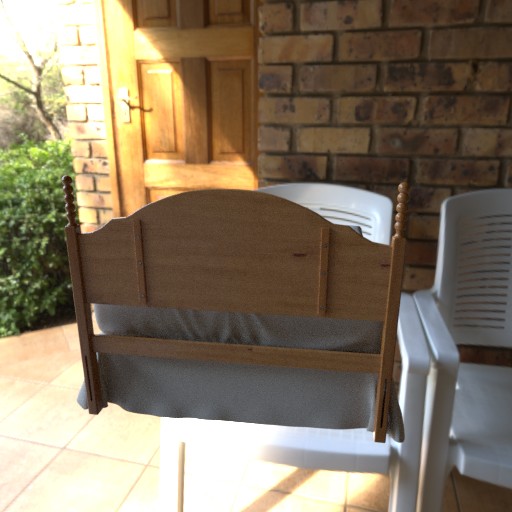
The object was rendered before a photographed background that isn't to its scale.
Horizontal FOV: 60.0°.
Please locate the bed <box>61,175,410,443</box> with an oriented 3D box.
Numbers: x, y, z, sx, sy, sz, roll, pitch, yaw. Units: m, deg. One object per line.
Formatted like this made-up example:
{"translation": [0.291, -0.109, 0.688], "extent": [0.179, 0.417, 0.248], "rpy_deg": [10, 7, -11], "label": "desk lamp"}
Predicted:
{"translation": [0.000, 0.000, 3.186], "extent": [1.873, 1.356, 2.040], "rpy_deg": [2, 17, 8], "label": "bed"}
